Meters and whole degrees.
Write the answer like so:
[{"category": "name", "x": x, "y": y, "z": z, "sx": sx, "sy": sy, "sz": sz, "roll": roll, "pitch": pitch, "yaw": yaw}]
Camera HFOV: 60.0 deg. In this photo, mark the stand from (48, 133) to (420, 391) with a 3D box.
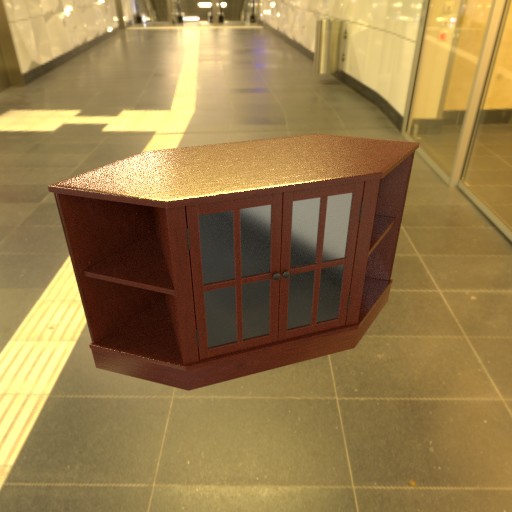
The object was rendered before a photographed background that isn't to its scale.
[{"category": "stand", "x": 0.000, "y": 0.000, "z": 1.385, "sx": 1.072, "sy": 0.614, "sz": 0.381, "roll": -10, "pitch": 33, "yaw": -16}]
